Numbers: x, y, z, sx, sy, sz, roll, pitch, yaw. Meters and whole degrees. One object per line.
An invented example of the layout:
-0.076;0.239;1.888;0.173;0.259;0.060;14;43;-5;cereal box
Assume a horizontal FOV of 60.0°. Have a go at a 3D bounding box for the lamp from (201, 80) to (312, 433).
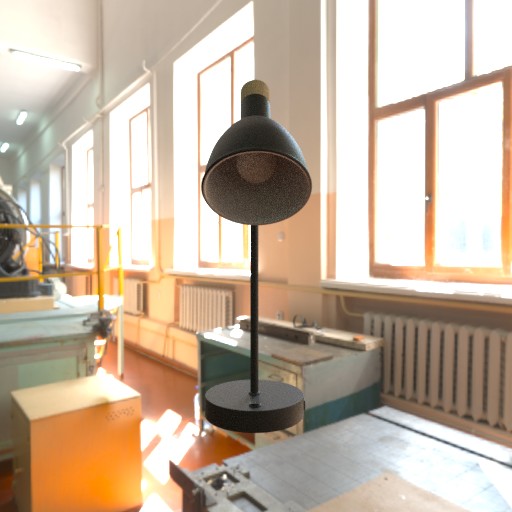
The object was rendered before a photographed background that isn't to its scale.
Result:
0.000;0.000;0.610;0.152;0.483;0.287;0;1;-1;lamp
